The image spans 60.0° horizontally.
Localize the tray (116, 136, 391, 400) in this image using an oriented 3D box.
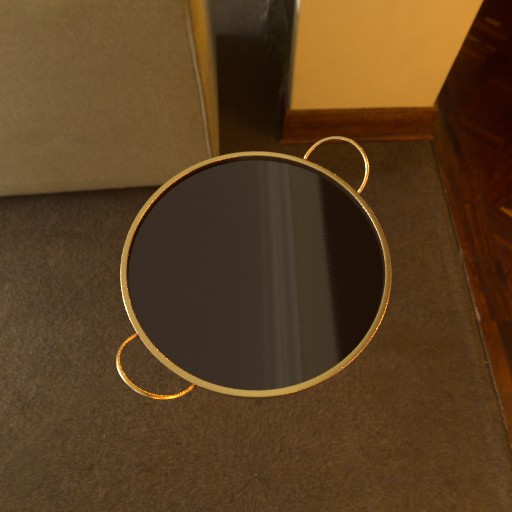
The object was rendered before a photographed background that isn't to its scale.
[{"bbox_3d":[0.000,0.000,0.717,0.438,0.069,0.543,36,69,16],"label":"tray"}]
